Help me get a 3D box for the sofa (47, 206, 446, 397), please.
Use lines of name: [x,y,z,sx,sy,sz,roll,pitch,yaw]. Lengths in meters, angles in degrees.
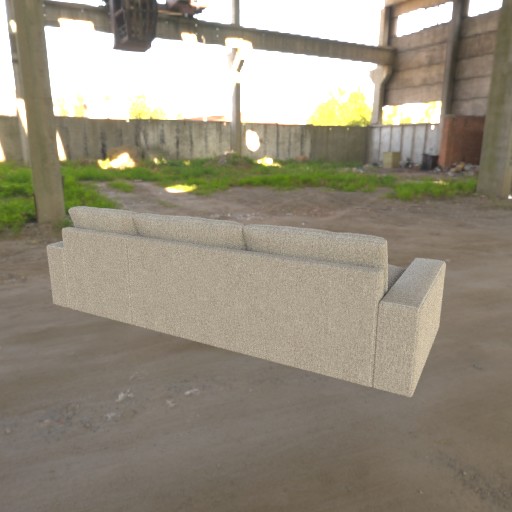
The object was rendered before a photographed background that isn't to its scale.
sofa: [0.000,0.000,3.465,2.718,0.813,1.689,8,16,28]
